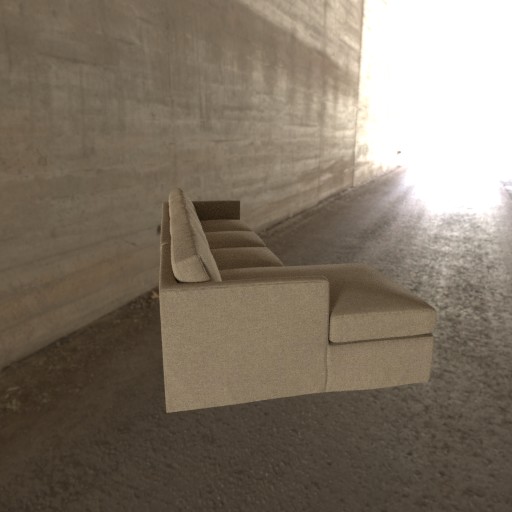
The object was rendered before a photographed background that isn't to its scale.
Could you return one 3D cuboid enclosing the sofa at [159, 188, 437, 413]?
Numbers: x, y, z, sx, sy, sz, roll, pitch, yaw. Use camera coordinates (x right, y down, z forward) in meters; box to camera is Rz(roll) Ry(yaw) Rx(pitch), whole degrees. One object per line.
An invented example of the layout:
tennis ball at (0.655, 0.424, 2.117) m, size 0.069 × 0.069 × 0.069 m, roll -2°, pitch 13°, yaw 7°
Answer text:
sofa at (0.000, 0.000, 3.958) m, size 1.638 × 0.920 × 3.198 m, roll -3°, pitch 15°, yaw -11°
